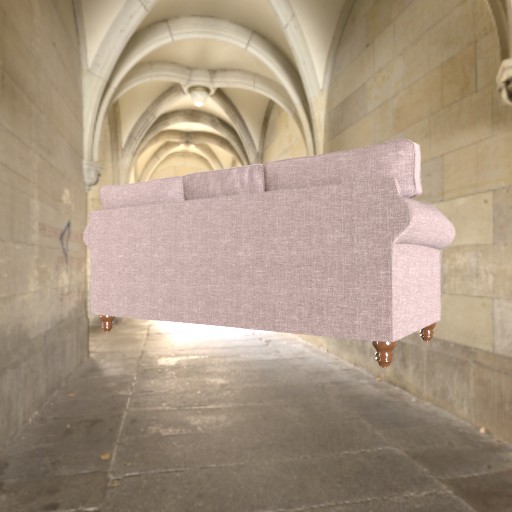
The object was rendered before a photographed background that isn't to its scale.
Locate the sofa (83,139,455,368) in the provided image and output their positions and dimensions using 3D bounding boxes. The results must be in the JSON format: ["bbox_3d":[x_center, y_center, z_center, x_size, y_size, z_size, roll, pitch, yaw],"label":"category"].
[{"bbox_3d":[0.000,0.000,2.641,2.084,0.961,0.916,-1,-2,34],"label":"sofa"}]
